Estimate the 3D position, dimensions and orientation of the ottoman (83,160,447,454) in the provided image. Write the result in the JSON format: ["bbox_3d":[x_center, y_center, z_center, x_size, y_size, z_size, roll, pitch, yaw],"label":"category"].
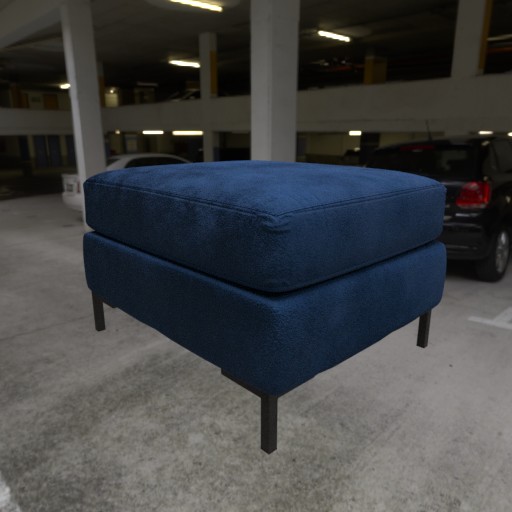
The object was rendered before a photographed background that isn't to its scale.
[{"bbox_3d":[0.000,0.000,1.200,0.655,0.485,0.794,-15,21,-41],"label":"ottoman"}]
